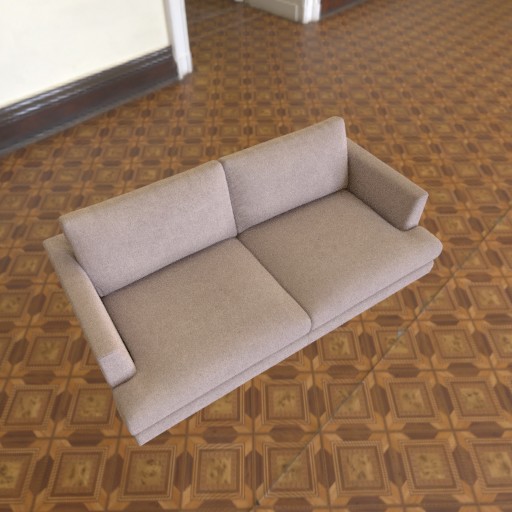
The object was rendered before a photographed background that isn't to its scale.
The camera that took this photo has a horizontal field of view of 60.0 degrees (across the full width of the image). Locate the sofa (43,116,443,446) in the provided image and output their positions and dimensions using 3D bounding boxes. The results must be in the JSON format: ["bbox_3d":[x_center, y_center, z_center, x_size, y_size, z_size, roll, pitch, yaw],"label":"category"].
[{"bbox_3d":[0.000,0.000,2.467,1.948,0.868,1.020,-26,52,-22],"label":"sofa"}]
